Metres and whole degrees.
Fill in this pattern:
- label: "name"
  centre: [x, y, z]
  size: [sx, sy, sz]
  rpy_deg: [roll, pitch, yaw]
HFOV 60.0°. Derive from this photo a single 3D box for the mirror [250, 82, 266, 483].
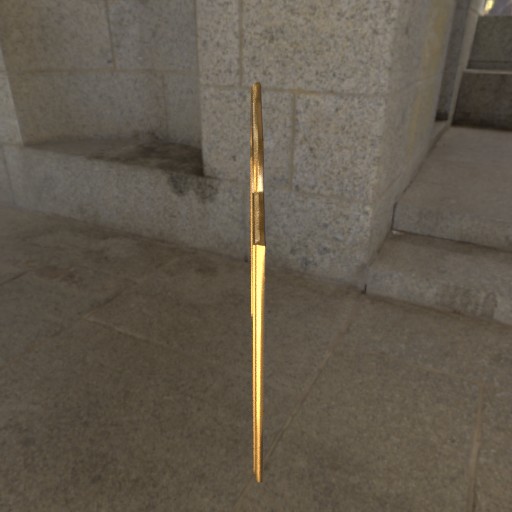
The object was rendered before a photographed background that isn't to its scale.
- label: "mirror"
  centre: [0.000, 0.000, 0.867]
  size: [0.018, 0.635, 0.513]
  rpy_deg: [0, 26, -1]
